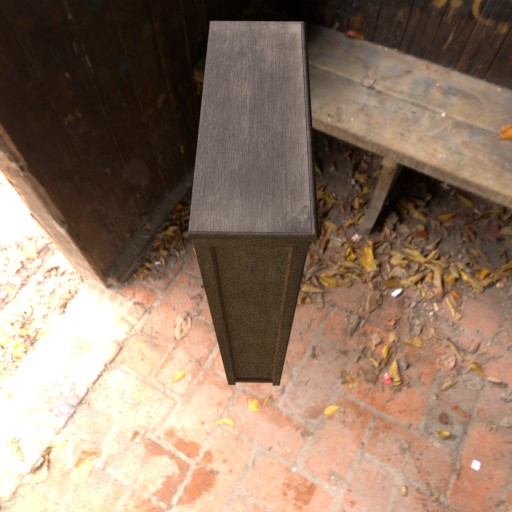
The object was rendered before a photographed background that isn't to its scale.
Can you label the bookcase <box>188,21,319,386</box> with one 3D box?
[{"bbox_3d":[0.000,0.000,2.197,0.348,1.880,0.906,1,61,0],"label":"bookcase"}]
